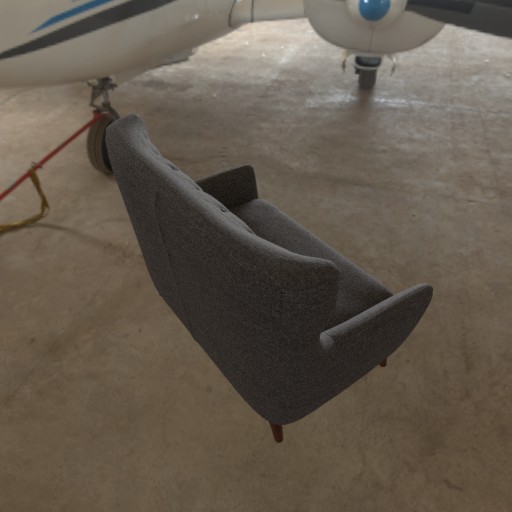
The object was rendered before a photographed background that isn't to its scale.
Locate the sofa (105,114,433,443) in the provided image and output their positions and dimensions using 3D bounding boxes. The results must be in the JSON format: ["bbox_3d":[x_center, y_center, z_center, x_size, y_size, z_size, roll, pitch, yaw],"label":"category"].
[{"bbox_3d":[0.000,0.000,2.034,0.874,1.028,1.358,-25,46,-27],"label":"sofa"}]
